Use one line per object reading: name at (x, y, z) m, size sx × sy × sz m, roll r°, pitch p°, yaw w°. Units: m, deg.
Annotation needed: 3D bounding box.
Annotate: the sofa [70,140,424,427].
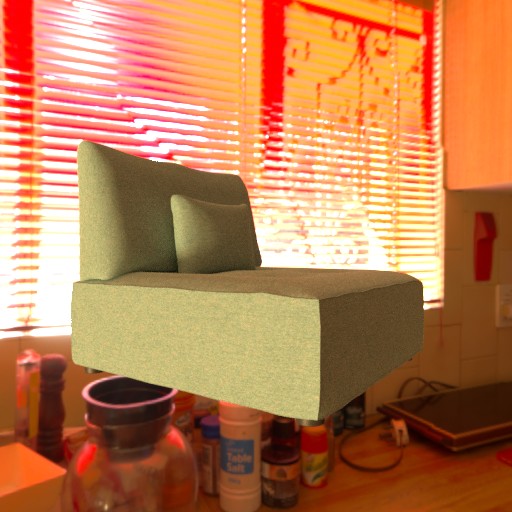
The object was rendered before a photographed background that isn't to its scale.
sofa at (0.000, 0.000, 1.680) m, size 1.000 × 0.820 × 0.930 m, roll 0°, pitch 1°, yaw 35°
